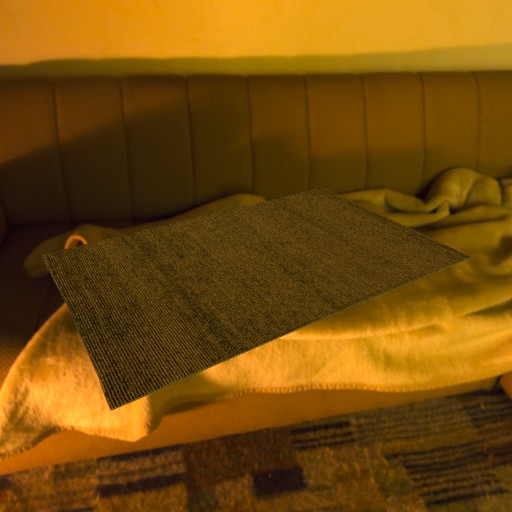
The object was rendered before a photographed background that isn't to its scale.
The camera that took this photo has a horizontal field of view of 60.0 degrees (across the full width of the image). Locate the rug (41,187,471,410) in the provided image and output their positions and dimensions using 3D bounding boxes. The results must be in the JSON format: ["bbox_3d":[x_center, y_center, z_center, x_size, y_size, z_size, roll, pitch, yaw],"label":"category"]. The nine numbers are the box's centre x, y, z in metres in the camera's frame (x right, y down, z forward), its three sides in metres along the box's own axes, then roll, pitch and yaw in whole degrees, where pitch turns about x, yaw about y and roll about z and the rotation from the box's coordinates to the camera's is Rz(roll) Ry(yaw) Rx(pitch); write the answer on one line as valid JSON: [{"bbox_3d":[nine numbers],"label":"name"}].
[{"bbox_3d":[0.000,0.000,2.167,1.777,0.021,1.145,-17,33,-28],"label":"rug"}]
